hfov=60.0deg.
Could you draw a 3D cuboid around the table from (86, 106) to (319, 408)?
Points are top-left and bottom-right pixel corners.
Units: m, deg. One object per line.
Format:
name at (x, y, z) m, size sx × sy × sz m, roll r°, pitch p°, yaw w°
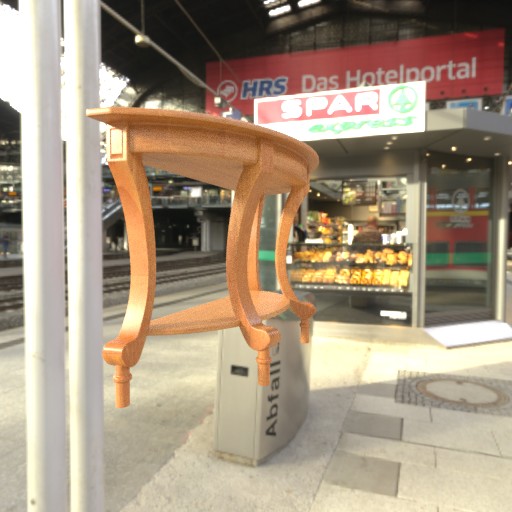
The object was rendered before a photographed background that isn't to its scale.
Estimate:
table at (0.000, 0.000, 1.503) m, size 0.394 × 0.692 × 1.198 m, roll 1°, pitch 2°, yaw 19°
